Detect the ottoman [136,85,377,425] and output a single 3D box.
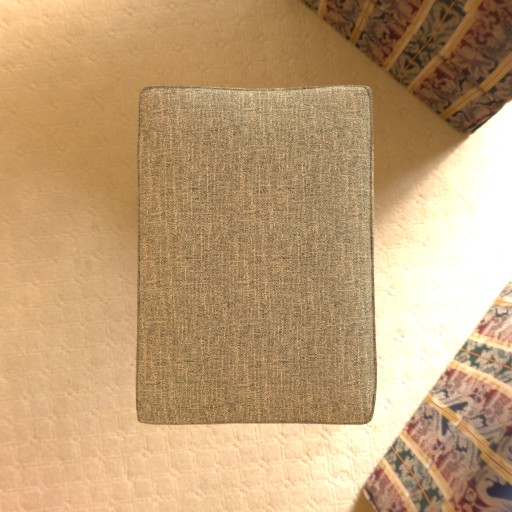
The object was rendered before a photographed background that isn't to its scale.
[{"bbox_3d":[0.000,0.000,1.014,0.508,0.406,0.686,0,88,0],"label":"ottoman"}]
